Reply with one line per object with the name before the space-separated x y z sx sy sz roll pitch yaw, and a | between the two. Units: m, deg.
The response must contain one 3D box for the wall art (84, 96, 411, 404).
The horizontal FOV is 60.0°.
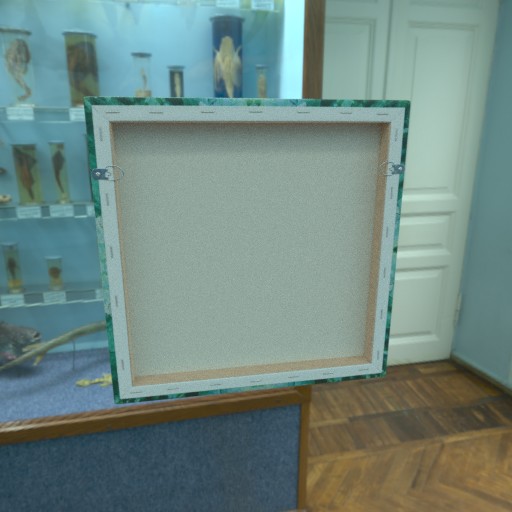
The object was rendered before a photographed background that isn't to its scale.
wall art | 0.000 0.000 0.759 0.507 0.508 0.038 -3 16 -10
